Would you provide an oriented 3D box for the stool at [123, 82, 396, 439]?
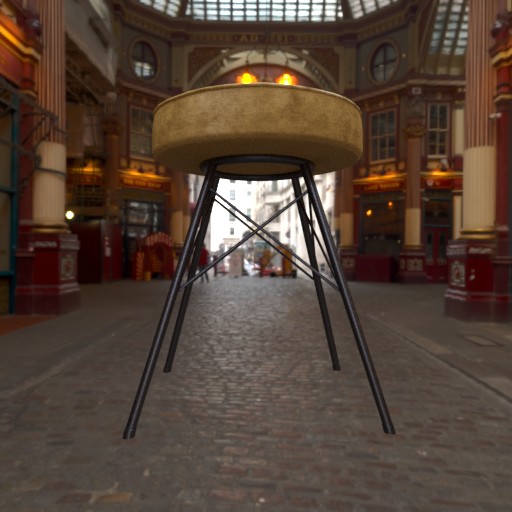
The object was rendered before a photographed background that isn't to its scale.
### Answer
[{"bbox_3d":[0.000,0.000,0.934,0.472,0.595,0.438,0,1,0],"label":"stool"}]
